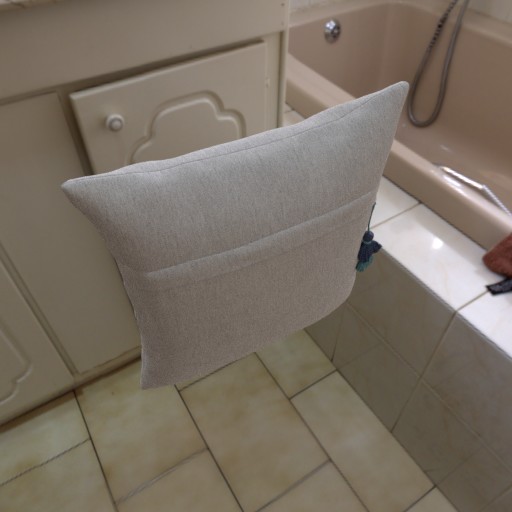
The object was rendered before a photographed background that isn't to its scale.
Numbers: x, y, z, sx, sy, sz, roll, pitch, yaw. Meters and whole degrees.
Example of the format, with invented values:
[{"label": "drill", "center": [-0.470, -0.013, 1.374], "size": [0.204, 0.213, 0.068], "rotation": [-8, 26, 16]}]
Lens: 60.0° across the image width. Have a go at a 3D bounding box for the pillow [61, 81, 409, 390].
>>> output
[{"label": "pillow", "center": [0.000, 0.000, 0.652], "size": [0.433, 0.436, 0.173], "rotation": [-22, 50, -20]}]
